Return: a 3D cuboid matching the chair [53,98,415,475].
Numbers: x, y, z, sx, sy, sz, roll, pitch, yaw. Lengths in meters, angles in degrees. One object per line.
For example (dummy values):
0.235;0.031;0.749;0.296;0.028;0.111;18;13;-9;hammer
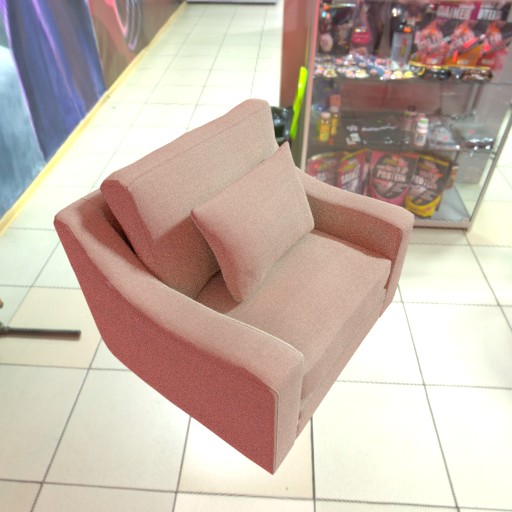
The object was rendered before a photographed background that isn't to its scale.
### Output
0.000;0.000;1.944;1.009;1.016;1.178;26;47;27;chair
